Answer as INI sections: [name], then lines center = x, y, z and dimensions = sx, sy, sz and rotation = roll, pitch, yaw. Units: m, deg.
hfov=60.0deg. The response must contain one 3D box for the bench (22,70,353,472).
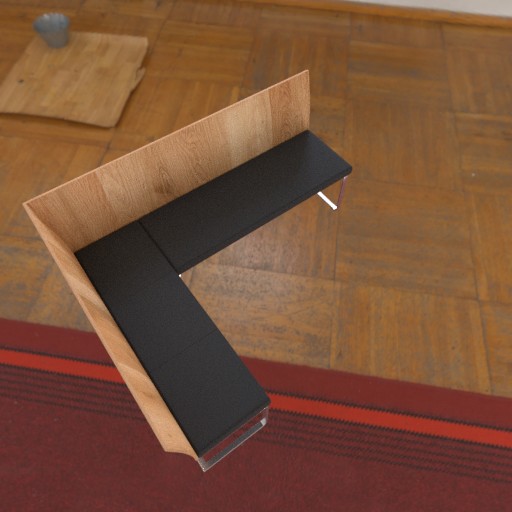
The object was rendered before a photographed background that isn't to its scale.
[bench]
center = 0.000, 0.000, 2.696
dimensions = 1.945, 0.930, 1.495
rotation = -32, 62, -19
